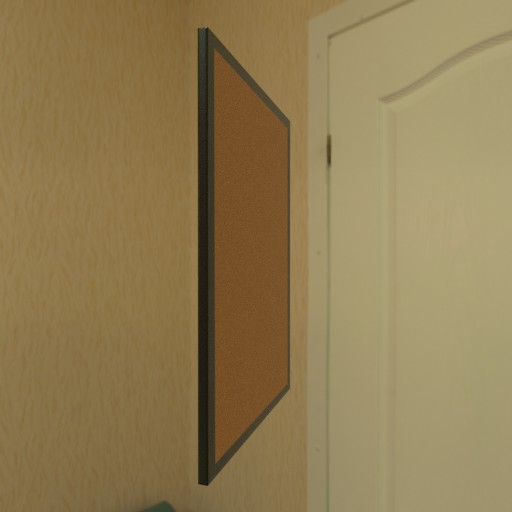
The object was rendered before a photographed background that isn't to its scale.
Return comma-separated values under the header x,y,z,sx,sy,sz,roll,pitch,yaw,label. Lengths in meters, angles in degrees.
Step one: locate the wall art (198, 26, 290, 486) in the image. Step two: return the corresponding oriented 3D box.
x,y,z,sx,sy,sz,roll,pitch,yaw,label
0.000,0.000,0.864,0.016,0.657,0.480,0,0,19,wall art
